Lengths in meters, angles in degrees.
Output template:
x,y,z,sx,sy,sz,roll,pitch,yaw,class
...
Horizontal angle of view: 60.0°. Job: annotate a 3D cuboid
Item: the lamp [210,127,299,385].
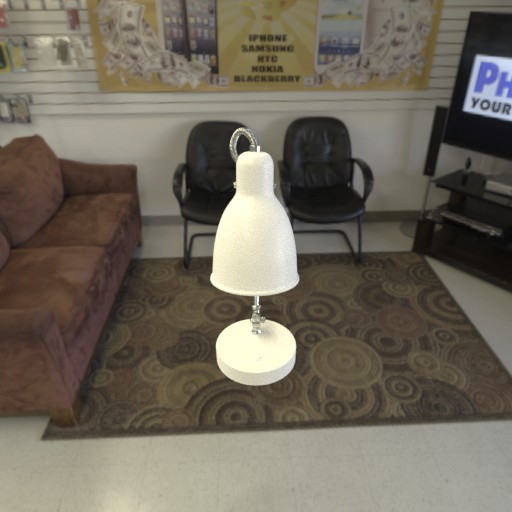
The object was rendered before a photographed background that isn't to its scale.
x,y,z,sx,sy,sz,roll,pitch,yaw,class
0.000,0.000,0.882,0.187,0.587,0.561,0,30,0,lamp
